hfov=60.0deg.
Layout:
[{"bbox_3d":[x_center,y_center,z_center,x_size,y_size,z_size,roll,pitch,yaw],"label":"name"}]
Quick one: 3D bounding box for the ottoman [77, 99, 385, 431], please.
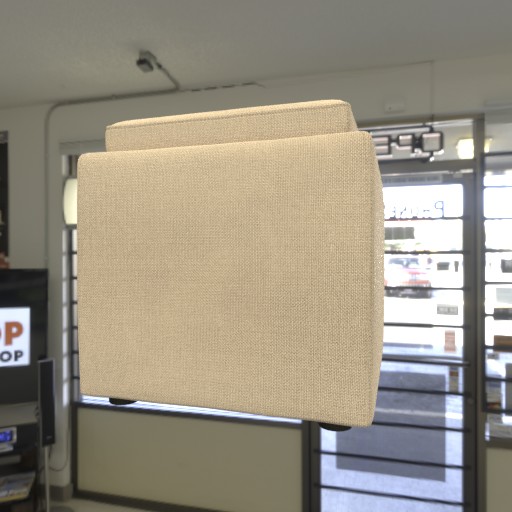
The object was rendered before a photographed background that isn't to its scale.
[{"bbox_3d":[0.000,0.000,0.817,0.450,0.460,0.451,0,0,18],"label":"ottoman"}]
